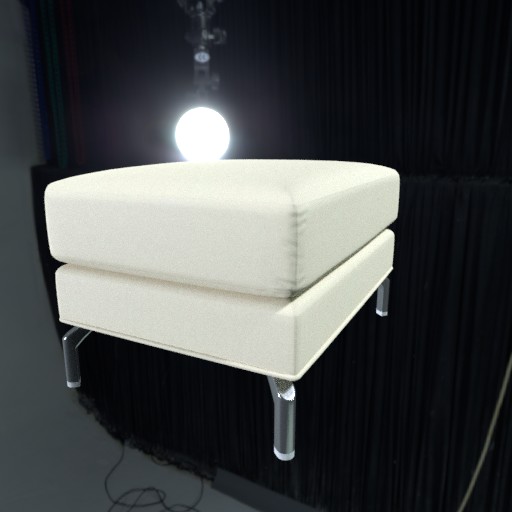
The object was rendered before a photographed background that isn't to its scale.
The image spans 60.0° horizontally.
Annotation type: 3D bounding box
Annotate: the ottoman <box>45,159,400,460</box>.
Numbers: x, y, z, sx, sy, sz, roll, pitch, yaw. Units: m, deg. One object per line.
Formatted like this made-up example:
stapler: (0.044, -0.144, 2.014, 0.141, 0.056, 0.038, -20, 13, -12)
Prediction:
ottoman: (0.000, 0.000, 1.177, 0.581, 0.497, 0.835, 7, 15, 27)
